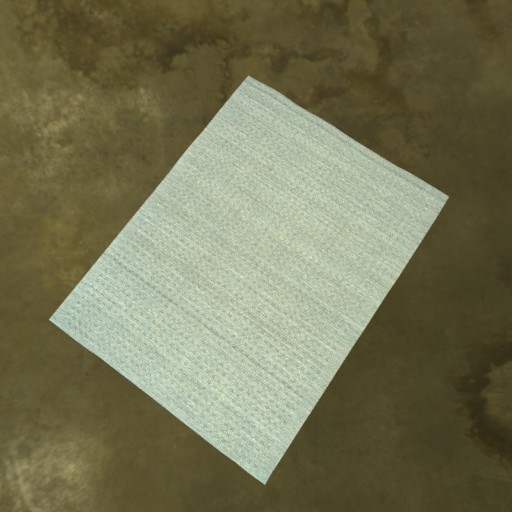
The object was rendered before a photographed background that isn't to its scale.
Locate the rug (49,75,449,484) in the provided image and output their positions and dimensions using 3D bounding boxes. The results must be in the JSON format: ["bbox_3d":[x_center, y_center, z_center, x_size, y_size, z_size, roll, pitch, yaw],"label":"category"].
[{"bbox_3d":[0.000,0.000,4.250,2.443,0.007,3.200,34,78,8],"label":"rug"}]
